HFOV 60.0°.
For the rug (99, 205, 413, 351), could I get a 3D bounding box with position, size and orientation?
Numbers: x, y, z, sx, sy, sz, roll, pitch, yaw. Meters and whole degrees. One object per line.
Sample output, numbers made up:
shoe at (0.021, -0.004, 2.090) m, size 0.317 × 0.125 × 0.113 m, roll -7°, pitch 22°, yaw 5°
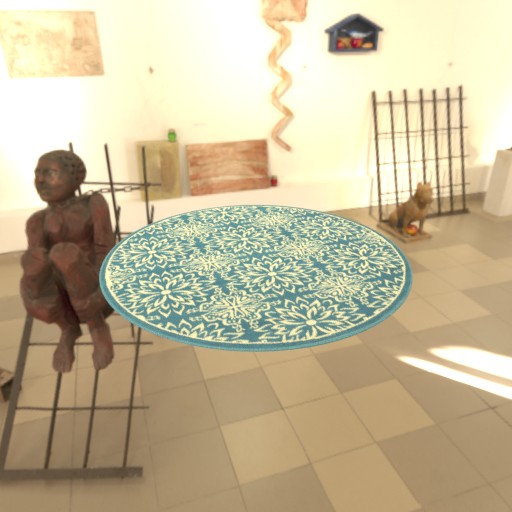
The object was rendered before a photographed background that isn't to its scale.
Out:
rug at (0.000, 0.000, 2.363) m, size 1.593 × 0.012 × 1.593 m, roll 0°, pitch 26°, yaw 0°
